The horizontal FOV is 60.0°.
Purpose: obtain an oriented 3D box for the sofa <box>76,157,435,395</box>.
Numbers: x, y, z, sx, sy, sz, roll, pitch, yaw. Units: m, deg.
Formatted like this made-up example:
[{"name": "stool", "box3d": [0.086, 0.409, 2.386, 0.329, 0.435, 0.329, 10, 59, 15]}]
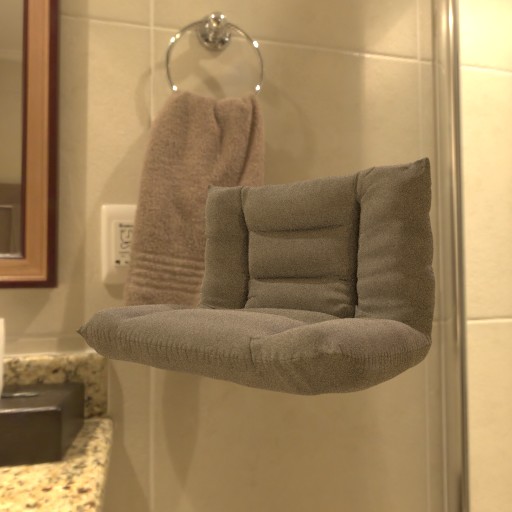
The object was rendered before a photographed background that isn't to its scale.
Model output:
[{"name": "sofa", "box3d": [0.000, 0.000, 1.690, 1.144, 0.795, 0.847, -2, -3, 38]}]
